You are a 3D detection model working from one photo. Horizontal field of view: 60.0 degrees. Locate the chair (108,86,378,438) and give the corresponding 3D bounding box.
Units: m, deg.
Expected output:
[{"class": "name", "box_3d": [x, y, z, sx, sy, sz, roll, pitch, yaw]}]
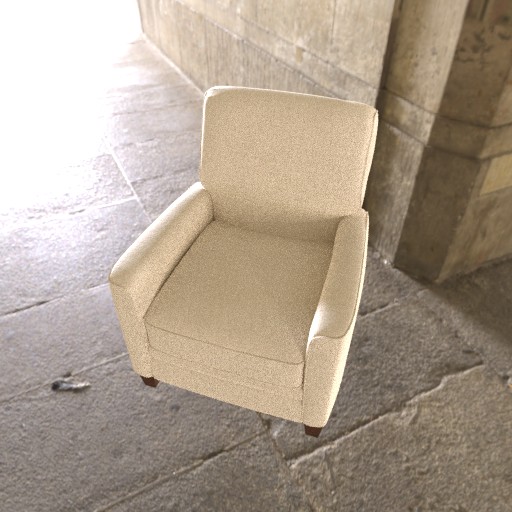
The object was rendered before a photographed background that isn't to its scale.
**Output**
[{"class": "chair", "box_3d": [0.000, 0.000, 1.730, 0.841, 1.028, 0.858, 12, 42, 14]}]
